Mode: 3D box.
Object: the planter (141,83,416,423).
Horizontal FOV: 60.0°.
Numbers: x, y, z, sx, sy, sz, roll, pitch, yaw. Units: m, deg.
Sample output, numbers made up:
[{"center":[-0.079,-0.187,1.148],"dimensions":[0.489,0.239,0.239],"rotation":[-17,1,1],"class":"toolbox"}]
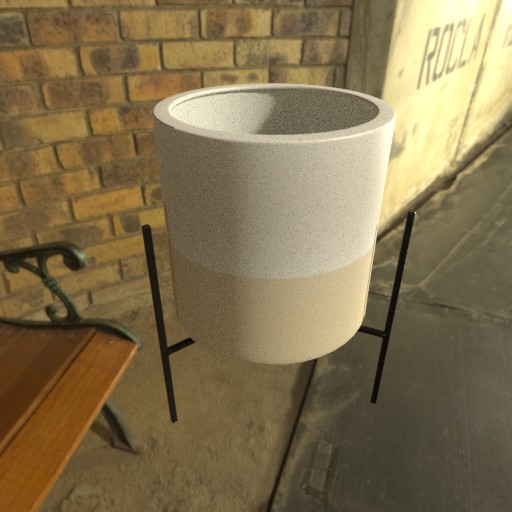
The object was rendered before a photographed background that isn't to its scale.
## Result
[{"center":[0.000,0.000,0.541],"dimensions":[0.263,0.362,0.267],"rotation":[-10,33,-16],"class":"planter"}]
